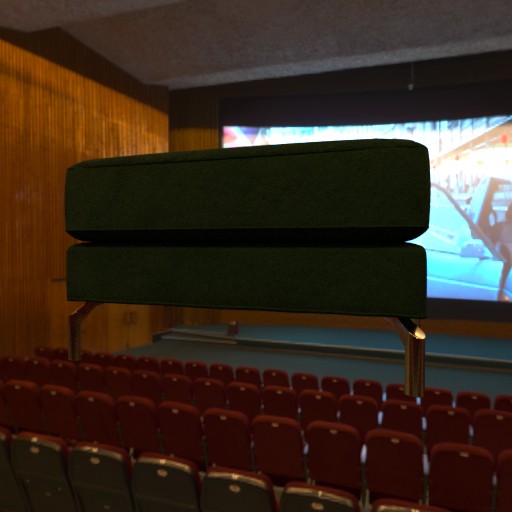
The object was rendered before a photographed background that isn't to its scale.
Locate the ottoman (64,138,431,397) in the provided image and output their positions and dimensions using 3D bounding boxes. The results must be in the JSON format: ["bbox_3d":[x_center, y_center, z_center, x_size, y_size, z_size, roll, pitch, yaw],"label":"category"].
[{"bbox_3d":[0.000,0.000,1.234,0.886,0.533,0.536,1,2,19],"label":"ottoman"}]
